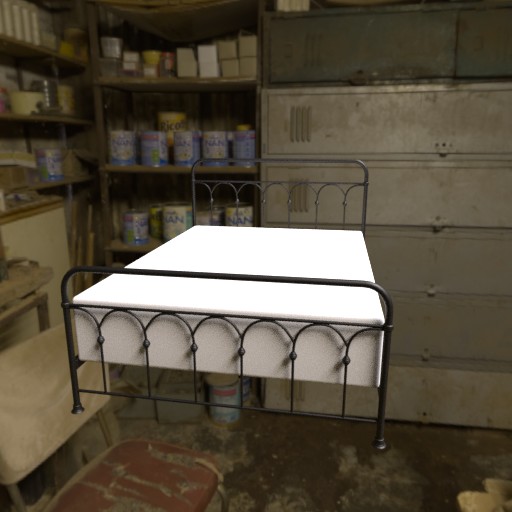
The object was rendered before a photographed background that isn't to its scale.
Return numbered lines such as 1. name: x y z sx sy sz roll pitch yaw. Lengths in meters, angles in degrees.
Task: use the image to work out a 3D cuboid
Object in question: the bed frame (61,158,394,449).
1. bed frame: 0.000 0.000 3.144 1.664 1.276 2.203 3 15 10
